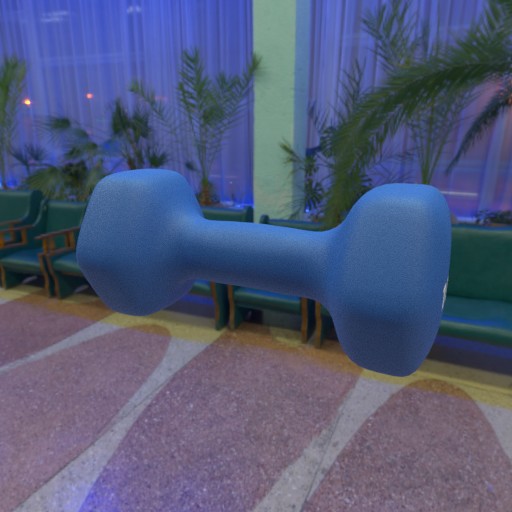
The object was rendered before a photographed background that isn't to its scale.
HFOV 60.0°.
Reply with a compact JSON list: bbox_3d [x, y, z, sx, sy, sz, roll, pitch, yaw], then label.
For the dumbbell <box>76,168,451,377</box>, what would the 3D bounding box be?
[{"bbox_3d":[0.000,0.000,0.264,0.212,0.093,0.103,8,19,25],"label":"dumbbell"}]
